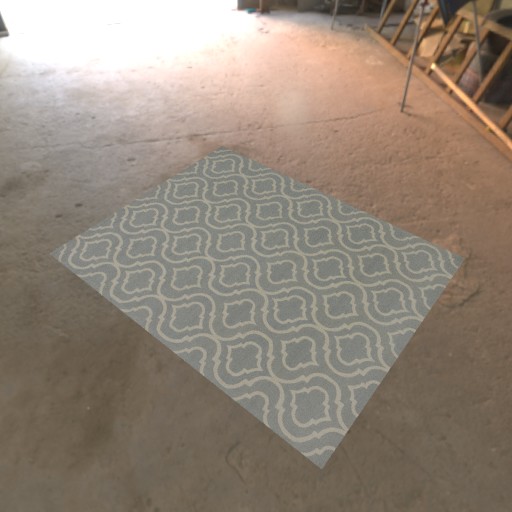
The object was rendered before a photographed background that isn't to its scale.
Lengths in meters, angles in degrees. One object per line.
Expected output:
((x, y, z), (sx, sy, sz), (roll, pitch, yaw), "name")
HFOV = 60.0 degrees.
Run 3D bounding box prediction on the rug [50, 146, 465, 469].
((0.000, 0.000, 3.936), (2.892, 0.006, 2.283), (30, 53, 26), "rug")
